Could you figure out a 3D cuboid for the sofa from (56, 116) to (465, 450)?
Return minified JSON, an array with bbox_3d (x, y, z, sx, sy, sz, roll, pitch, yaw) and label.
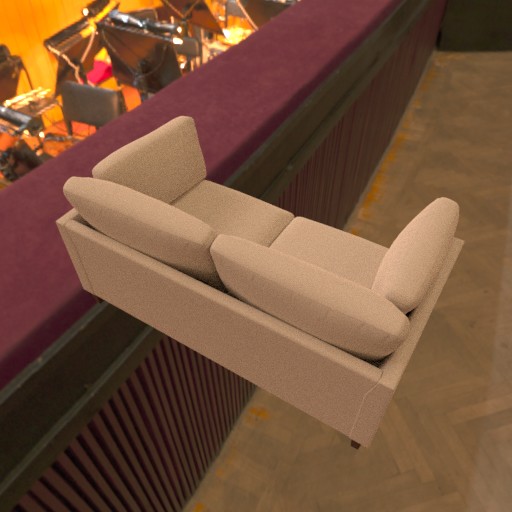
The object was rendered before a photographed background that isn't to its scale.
[{"bbox_3d":[0.000,0.000,2.290,1.776,0.836,0.970,23,50,22],"label":"sofa"}]
